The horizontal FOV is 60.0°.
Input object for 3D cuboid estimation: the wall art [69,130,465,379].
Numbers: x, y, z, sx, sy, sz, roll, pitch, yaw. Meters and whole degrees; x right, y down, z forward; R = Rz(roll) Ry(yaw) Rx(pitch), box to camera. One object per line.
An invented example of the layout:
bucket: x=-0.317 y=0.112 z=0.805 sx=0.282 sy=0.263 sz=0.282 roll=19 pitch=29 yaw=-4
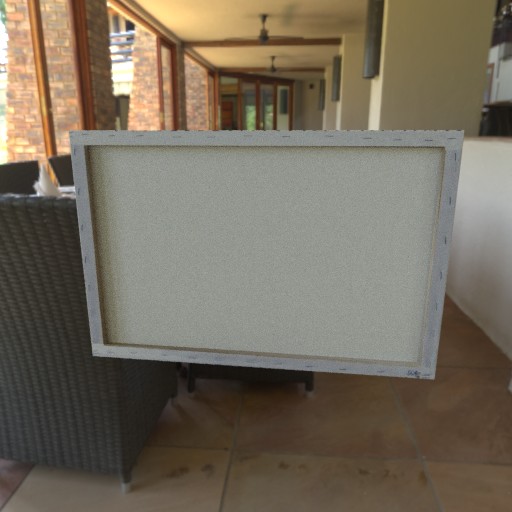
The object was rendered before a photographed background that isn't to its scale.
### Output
wall art: x=0.000 y=0.000 z=1.389 sx=1.143 sy=0.757 sz=0.038 roll=2 pitch=16 yaw=7
